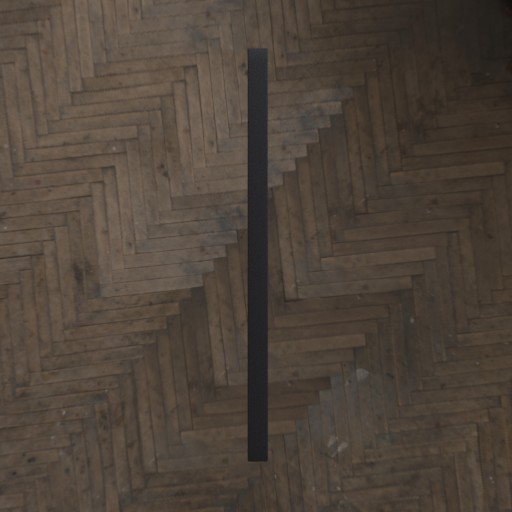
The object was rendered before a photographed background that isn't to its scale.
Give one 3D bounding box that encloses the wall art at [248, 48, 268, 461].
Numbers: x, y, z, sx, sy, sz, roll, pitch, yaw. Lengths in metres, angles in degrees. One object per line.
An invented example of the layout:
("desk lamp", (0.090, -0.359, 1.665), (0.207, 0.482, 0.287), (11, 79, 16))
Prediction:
("wall art", (0.000, 0.000, 0.715), (0.021, 0.509, 0.430), (0, 90, 0))
